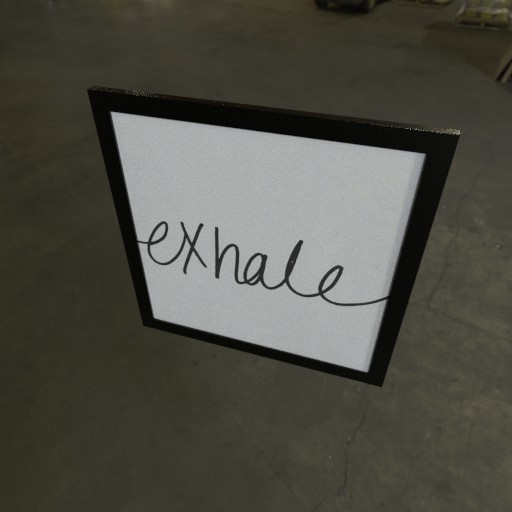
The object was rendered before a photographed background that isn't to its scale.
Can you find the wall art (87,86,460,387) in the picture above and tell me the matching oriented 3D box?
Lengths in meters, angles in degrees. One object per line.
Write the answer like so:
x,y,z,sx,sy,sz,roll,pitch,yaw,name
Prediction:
0.000,0.000,0.654,0.446,0.445,0.014,11,41,14,wall art
